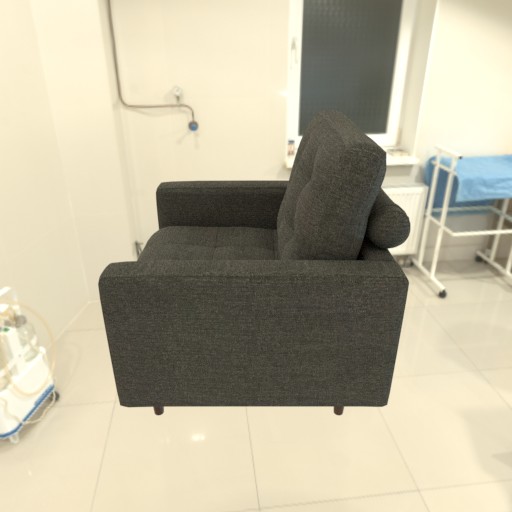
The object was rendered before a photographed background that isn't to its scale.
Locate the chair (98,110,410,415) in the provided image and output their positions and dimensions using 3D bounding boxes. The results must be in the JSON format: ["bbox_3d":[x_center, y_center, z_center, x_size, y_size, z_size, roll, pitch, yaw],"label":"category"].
[{"bbox_3d":[0.000,0.000,1.513,0.843,0.880,0.821,0,26,0],"label":"chair"}]
